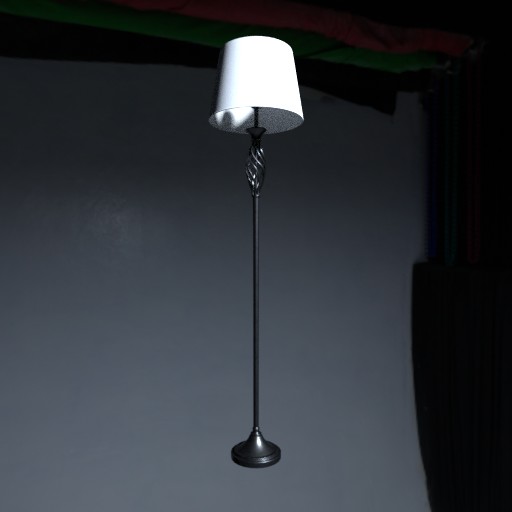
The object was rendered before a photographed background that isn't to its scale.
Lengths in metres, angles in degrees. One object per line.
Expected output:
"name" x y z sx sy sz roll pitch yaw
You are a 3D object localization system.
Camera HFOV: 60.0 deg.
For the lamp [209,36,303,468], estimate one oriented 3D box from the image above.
"lamp" 0.000 0.000 1.787 0.379 1.623 0.379 0 1 0
